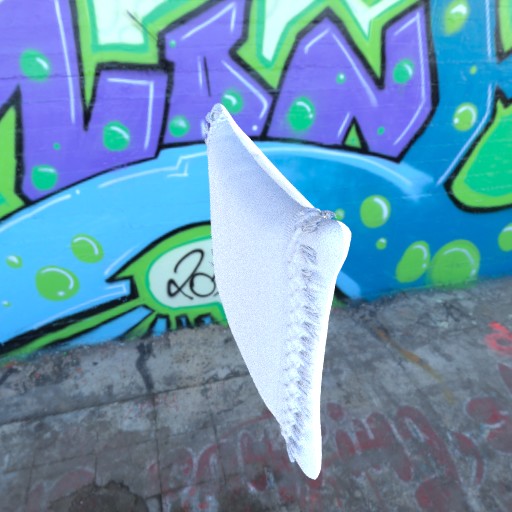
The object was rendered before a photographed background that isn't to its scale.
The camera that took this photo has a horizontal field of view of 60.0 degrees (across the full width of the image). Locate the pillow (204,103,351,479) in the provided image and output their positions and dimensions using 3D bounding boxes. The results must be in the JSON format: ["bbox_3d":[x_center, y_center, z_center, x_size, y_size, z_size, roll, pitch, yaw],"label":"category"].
[{"bbox_3d":[0.000,0.000,0.582,0.084,0.305,0.466,-8,31,-13],"label":"pillow"}]
